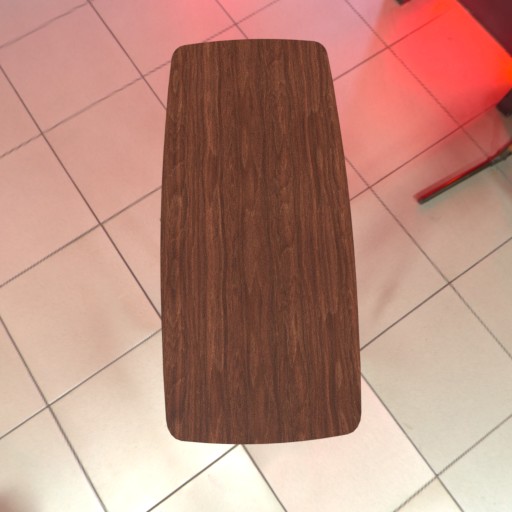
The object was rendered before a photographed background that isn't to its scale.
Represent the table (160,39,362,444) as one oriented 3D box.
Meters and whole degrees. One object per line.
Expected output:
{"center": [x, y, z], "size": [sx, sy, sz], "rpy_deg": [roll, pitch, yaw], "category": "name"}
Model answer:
{"center": [0.000, 0.000, 1.118], "size": [0.361, 0.576, 0.804], "rpy_deg": [-2, 75, -1], "category": "table"}
